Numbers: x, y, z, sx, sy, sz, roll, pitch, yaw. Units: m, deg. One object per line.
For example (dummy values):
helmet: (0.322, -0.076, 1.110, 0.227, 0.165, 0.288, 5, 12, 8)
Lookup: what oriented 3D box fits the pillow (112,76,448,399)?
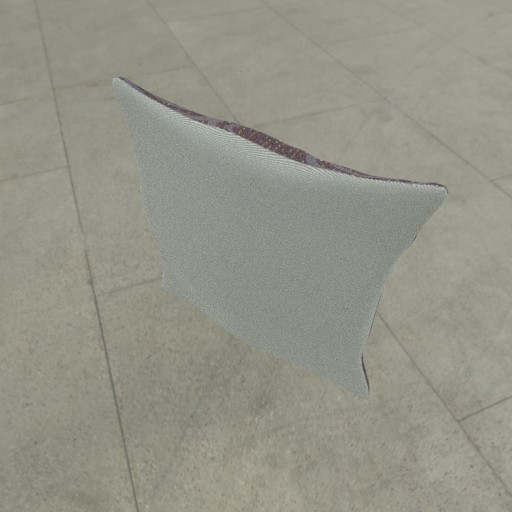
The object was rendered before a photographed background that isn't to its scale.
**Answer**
pillow: (0.000, 0.000, 0.772, 0.514, 0.513, 0.163, 25, 51, 22)
